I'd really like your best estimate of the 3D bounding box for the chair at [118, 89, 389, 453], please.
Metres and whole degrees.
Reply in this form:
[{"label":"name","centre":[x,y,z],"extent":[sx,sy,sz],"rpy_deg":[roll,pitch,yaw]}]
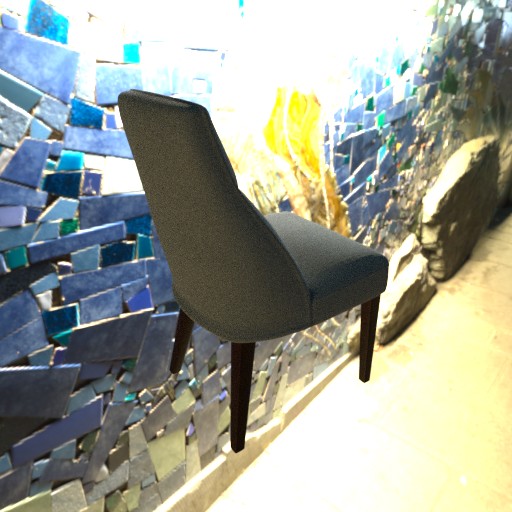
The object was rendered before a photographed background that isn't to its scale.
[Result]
[{"label":"chair","centre":[0.000,0.000,1.292],"extent":[0.620,0.930,0.500],"rpy_deg":[-17,31,-31]}]
